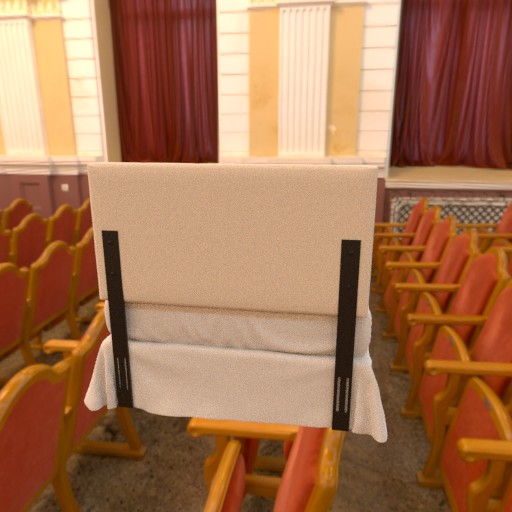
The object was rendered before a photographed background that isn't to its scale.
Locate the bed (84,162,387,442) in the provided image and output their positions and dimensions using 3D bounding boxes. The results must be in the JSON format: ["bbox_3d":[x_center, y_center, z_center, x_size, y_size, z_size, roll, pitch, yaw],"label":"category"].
[{"bbox_3d":[0.000,0.000,3.564,1.936,1.577,2.222,3,16,9],"label":"bed"}]
